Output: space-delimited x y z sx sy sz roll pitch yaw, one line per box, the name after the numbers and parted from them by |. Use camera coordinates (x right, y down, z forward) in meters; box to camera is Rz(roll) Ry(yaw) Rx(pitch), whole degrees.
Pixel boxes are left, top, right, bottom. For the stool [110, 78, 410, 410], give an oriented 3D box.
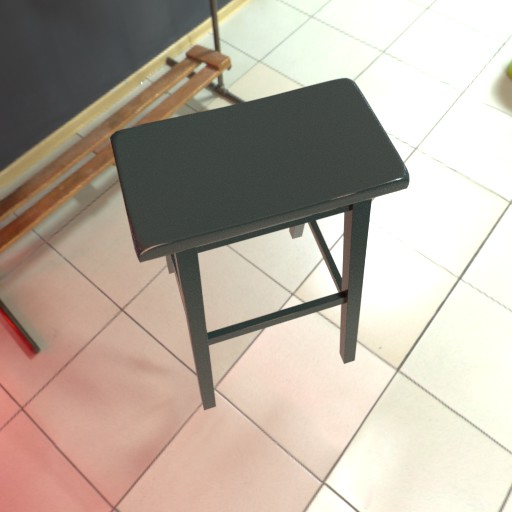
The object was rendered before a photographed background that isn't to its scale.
0.000 0.000 1.049 0.457 0.737 0.476 -16 64 -8 | stool
